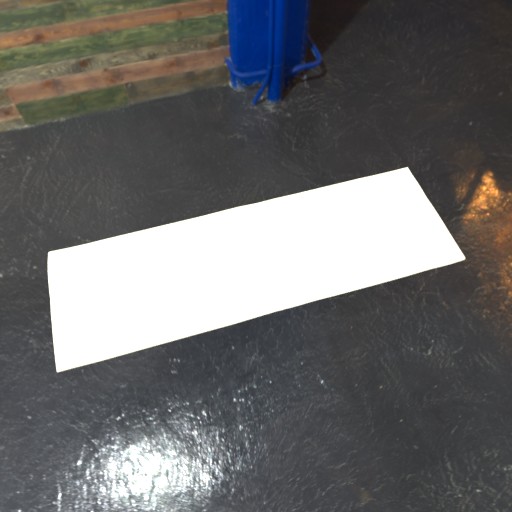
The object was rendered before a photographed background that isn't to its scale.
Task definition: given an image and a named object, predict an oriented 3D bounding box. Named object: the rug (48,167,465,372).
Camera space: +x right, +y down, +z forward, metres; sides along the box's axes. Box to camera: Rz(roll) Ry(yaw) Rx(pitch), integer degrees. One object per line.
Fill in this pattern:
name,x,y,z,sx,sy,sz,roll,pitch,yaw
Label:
rug,0.000,0.000,2.713,2.450,0.014,0.793,-14,59,-9
